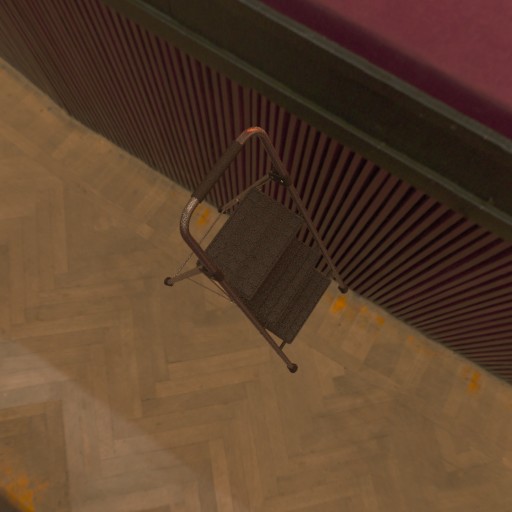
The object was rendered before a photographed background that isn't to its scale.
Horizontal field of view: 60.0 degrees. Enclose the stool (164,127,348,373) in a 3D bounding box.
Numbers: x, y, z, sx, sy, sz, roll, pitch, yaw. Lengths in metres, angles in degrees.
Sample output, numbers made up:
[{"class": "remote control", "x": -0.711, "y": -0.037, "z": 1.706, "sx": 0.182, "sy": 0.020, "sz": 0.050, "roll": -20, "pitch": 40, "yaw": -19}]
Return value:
[{"class": "stool", "x": 0.000, "y": 0.000, "z": 1.519, "sx": 0.733, "sy": 1.121, "sz": 0.473, "roll": 34, "pitch": 78, "yaw": 8}]
